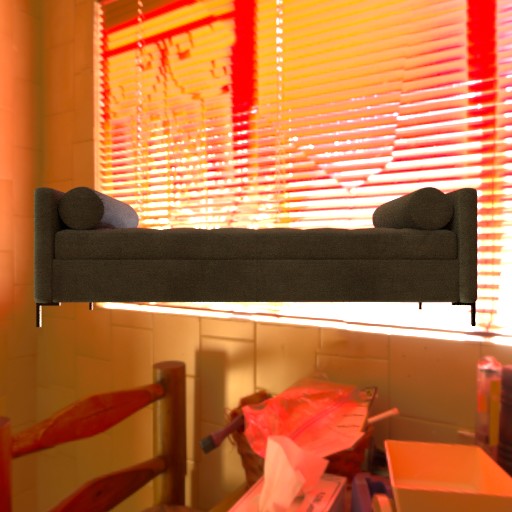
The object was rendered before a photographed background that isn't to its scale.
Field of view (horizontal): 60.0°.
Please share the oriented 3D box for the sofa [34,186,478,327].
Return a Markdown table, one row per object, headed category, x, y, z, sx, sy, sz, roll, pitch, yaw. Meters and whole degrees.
| category | x | y | z | sx | sy | sz | roll | pitch | yaw |
| --- | --- | --- | --- | --- | --- | --- | --- | --- | --- |
| sofa | 0.000 | 0.000 | 2.307 | 1.981 | 0.635 | 0.686 | 0 | 0 | 0 |
